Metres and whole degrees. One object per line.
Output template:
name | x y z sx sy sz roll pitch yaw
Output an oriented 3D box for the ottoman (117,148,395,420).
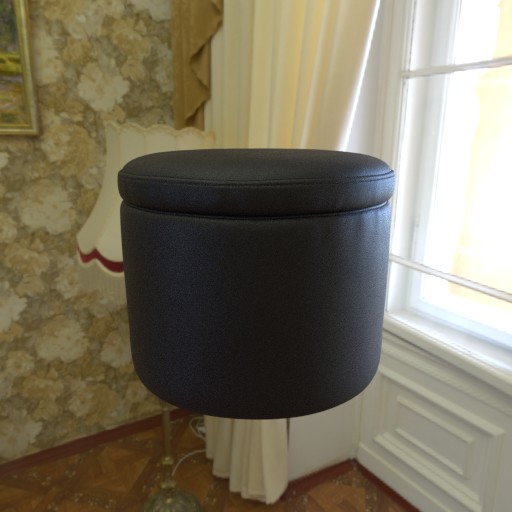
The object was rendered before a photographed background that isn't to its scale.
ottoman | 0.000 0.000 0.873 0.501 0.409 0.501 0 15 0
